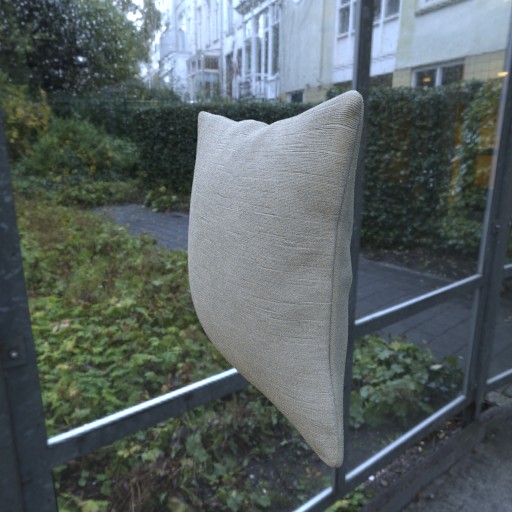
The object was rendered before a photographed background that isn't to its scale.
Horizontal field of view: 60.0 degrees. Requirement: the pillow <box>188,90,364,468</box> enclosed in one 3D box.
[{"bbox_3d":[0.000,0.000,0.645,0.162,0.420,0.437,-7,17,-25],"label":"pillow"}]
